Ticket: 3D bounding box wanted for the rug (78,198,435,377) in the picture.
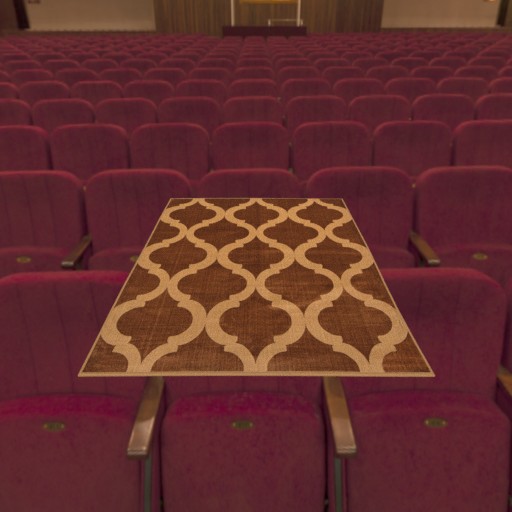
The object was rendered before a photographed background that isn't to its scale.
[{"bbox_3d":[0.000,0.000,2.899,1.526,0.014,2.290,0,26,0],"label":"rug"}]
